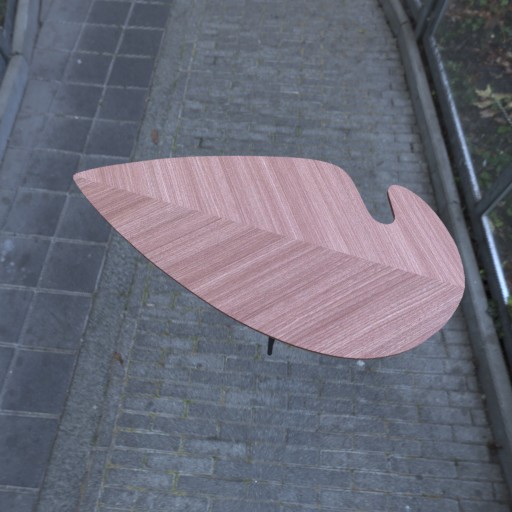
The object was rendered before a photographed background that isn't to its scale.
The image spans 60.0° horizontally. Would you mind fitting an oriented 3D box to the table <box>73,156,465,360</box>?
[{"bbox_3d":[0.000,0.000,1.455,1.199,0.360,0.598,16,64,8],"label":"table"}]
